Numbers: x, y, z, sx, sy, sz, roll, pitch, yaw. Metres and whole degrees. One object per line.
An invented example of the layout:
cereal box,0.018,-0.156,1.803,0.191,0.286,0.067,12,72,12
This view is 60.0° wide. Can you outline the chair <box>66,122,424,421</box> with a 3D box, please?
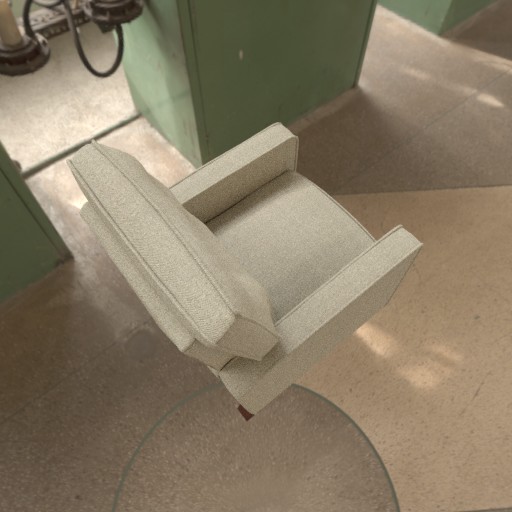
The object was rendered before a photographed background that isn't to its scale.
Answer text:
chair,0.000,0.000,1.366,0.754,0.888,0.648,-34,65,-19
